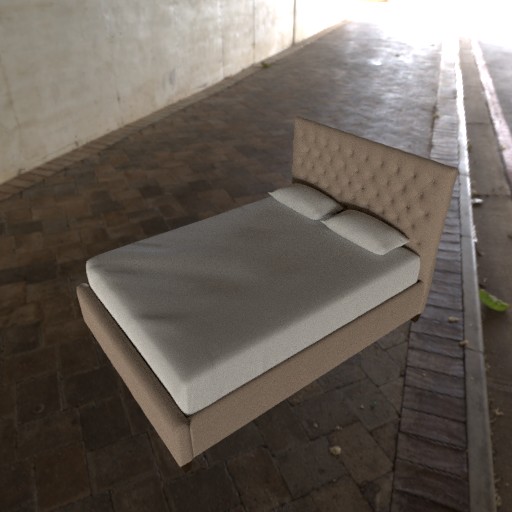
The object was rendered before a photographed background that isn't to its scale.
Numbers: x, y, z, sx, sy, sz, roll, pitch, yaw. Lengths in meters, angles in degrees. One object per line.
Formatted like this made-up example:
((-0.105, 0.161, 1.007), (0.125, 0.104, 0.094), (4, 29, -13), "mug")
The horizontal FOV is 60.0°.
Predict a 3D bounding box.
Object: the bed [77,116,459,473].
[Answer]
((0.000, 0.000, 3.457), (2.387, 1.427, 1.698), (-22, 39, -31), "bed")
